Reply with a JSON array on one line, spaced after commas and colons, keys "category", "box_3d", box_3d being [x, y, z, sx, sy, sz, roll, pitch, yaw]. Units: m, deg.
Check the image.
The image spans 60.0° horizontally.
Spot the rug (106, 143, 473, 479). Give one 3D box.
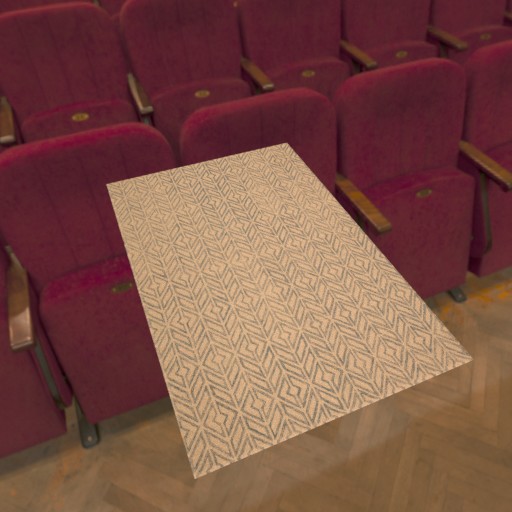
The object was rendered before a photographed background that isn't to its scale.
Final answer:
[{"category": "rug", "box_3d": [0.000, 0.000, 2.286, 1.220, 0.008, 1.824, -17, 48, -16]}]
